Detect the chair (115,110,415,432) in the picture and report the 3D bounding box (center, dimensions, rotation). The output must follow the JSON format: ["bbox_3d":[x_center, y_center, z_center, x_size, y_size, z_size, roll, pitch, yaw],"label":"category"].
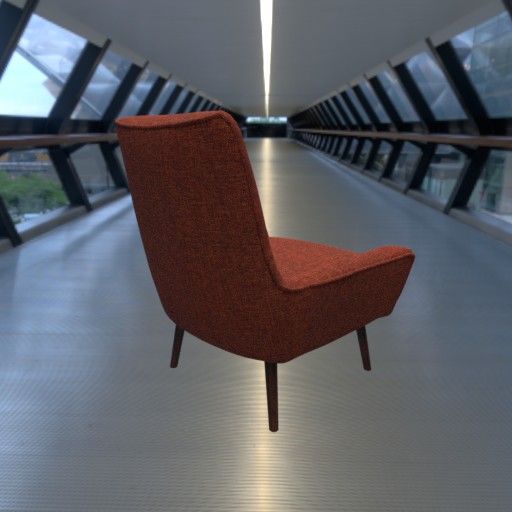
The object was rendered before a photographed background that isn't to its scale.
[{"bbox_3d":[0.000,0.000,1.526,0.784,0.911,0.803,-14,20,-42],"label":"chair"}]
